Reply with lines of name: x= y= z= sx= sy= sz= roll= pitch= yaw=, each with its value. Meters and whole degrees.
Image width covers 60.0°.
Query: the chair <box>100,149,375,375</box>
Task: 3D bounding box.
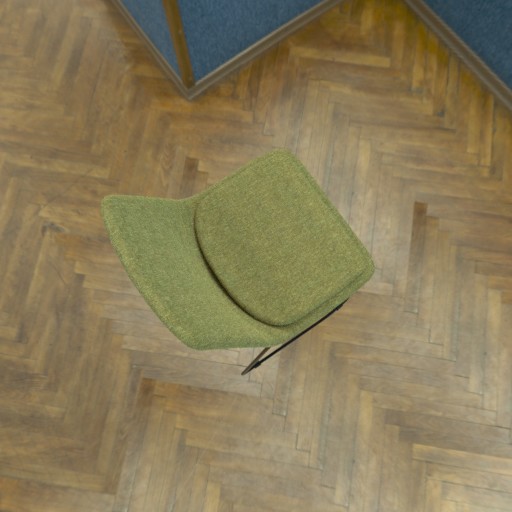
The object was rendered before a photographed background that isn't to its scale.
chair: x=0.000 y=0.000 z=1.155 sx=0.496 sy=0.849 sz=0.479 roll=-33 pitch=79 yaw=-8
